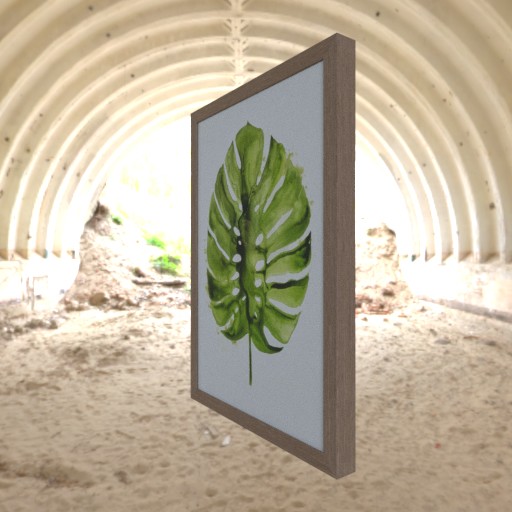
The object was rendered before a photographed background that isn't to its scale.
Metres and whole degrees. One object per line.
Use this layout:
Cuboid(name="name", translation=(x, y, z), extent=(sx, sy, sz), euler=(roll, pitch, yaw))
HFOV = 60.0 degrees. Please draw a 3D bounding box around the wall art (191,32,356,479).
Cuboid(name="wall art", translation=(0.000, 0.000, 0.659), extent=(0.032, 0.510, 0.358), euler=(0, 0, -36))
